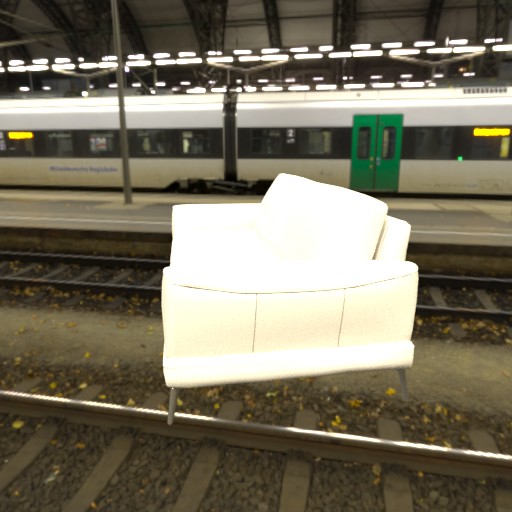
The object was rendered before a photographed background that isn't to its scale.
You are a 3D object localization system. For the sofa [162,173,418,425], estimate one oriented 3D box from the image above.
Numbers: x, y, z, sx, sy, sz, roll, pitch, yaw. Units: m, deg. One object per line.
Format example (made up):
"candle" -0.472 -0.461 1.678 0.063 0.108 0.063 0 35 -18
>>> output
"sofa" 0.000 0.000 2.786 1.121 0.930 2.177 -2 14 -9
